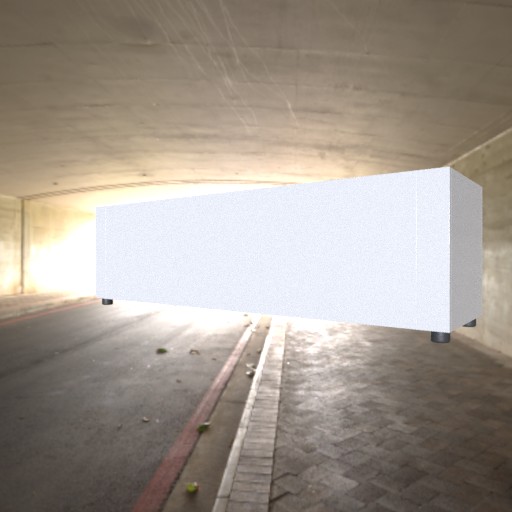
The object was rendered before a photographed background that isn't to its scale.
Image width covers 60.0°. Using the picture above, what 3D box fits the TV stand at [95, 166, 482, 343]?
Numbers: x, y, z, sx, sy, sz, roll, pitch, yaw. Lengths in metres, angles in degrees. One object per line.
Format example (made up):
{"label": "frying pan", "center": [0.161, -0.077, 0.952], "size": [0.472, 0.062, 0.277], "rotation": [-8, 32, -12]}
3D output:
{"label": "TV stand", "center": [0.000, 0.000, 1.702], "size": [1.500, 0.440, 0.410], "rotation": [0, 0, 37]}
